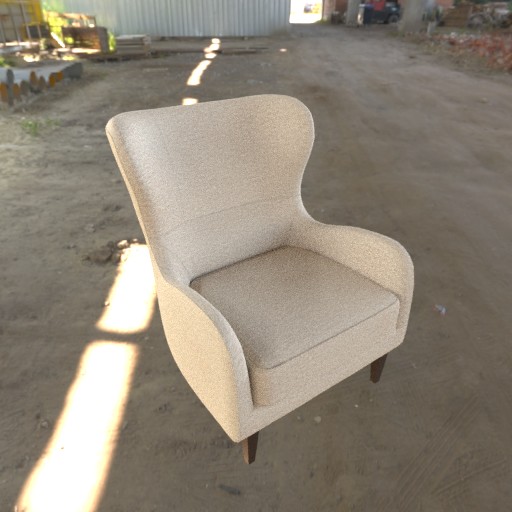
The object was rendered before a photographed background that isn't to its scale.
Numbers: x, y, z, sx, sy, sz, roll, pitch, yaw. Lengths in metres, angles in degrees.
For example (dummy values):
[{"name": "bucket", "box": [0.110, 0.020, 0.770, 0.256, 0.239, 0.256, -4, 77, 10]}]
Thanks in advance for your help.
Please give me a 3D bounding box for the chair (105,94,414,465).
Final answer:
[{"name": "chair", "box": [0.000, 0.000, 1.767, 0.861, 1.064, 0.984, -20, 35, -31]}]
